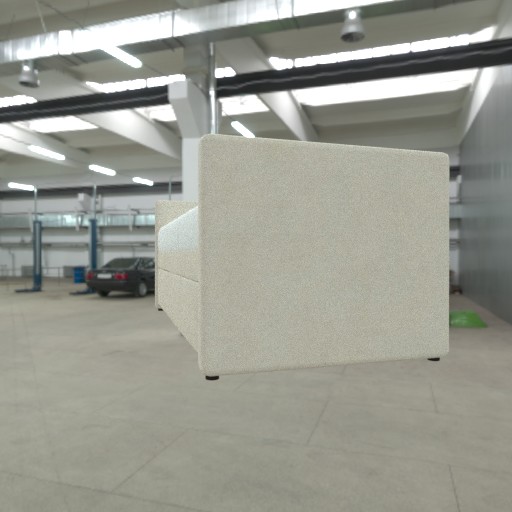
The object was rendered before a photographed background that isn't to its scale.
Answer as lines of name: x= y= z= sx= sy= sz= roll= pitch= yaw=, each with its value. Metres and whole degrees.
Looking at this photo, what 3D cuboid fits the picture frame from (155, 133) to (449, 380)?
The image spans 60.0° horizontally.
picture frame: x=0.000 y=0.000 z=2.754 sx=1.069 sy=0.891 sz=2.161 roll=0 pitch=0 yaw=-17
